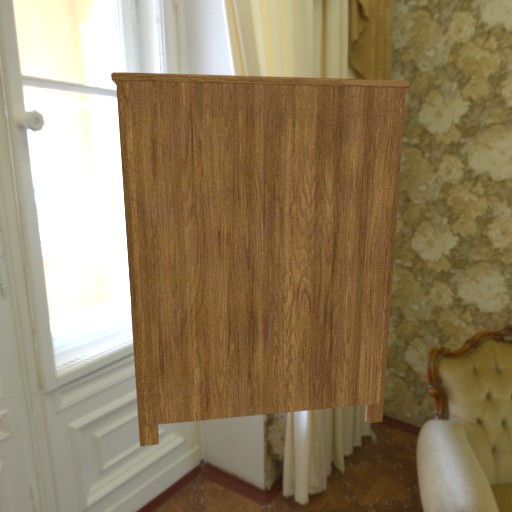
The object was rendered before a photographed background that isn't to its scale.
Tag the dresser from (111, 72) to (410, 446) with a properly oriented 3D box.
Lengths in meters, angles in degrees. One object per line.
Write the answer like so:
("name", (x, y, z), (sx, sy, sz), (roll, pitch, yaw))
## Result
("dresser", (0.000, 0.000, 1.998), (1.081, 1.431, 0.558), (-2, 13, -9))
